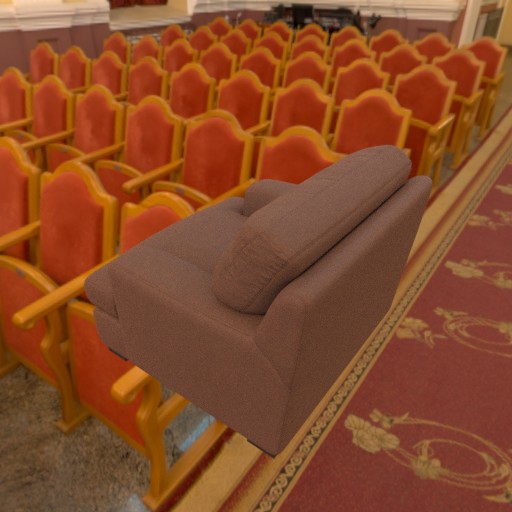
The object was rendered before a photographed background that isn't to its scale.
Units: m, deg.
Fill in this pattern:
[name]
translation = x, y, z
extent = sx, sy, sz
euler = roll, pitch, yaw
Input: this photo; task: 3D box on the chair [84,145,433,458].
[chair]
translation = 0.000, 0.000, 2.017
extent = 1.143, 0.940, 1.168
euler = 21, 38, 30
